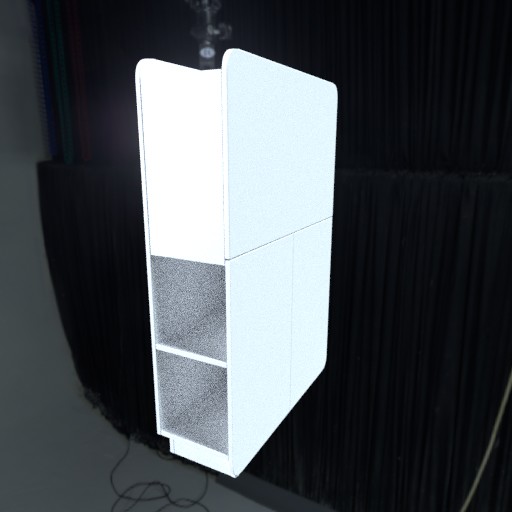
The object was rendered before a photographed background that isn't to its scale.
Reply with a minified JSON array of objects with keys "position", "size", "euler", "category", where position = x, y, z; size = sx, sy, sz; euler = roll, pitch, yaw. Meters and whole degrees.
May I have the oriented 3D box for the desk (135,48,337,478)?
[{"position":[0.000,0.000,1.544],"size":[0.278,1.190,0.795],"euler":[7,16,27],"category":"desk"}]
